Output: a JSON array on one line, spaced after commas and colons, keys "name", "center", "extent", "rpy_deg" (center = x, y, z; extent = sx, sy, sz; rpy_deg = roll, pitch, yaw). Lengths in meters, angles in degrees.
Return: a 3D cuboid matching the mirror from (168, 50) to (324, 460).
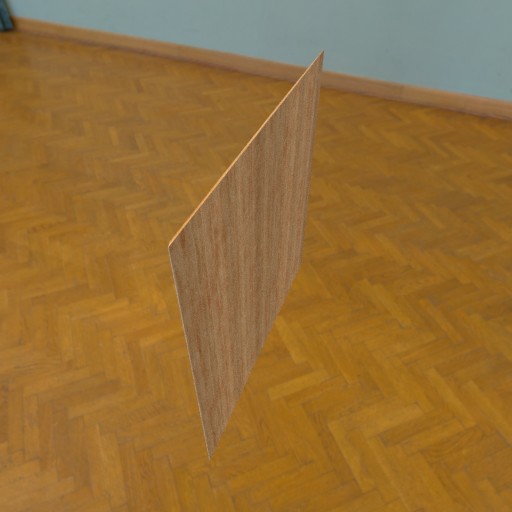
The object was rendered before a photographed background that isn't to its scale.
[{"name": "mirror", "center": [0.000, 0.000, 0.961], "extent": [0.047, 0.651, 0.651], "rpy_deg": [16, 47, 15]}]
